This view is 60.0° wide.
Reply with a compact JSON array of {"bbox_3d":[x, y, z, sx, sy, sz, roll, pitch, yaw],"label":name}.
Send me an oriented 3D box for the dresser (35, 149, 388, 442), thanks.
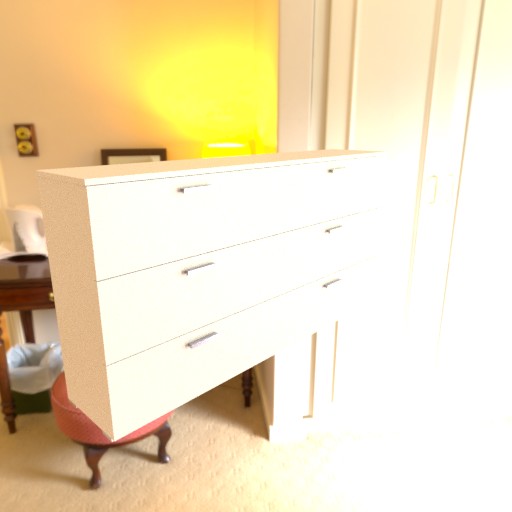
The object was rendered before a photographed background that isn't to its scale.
[{"bbox_3d":[0.000,0.000,1.840,0.333,0.790,1.535,15,23,42],"label":"dresser"}]
